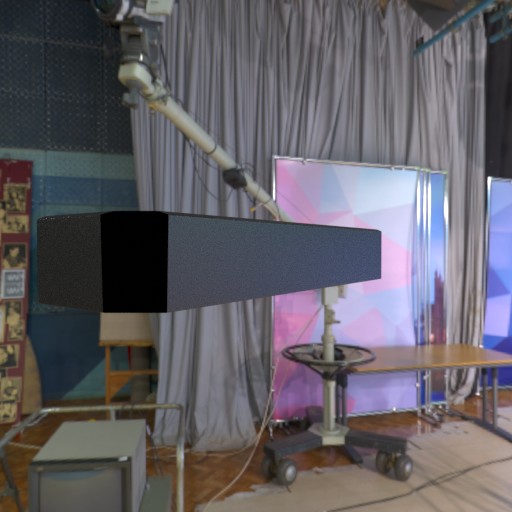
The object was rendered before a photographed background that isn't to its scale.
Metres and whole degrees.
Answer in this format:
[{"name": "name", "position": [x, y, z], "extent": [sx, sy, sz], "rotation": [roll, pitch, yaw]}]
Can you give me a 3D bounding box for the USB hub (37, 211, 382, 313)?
[{"name": "USB hub", "position": [0.000, 0.000, 0.164], "extent": [0.044, 0.023, 0.145], "rotation": [1, 1, 36]}]
